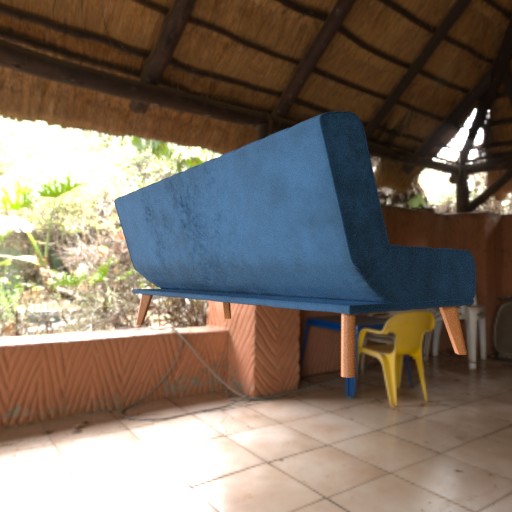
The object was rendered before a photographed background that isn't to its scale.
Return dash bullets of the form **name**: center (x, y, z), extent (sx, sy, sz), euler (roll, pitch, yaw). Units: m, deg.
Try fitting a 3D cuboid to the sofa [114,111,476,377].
- **sofa**: center (0.000, 0.000, 2.240), extent (0.855, 0.813, 1.804), euler (2, -3, -36)
